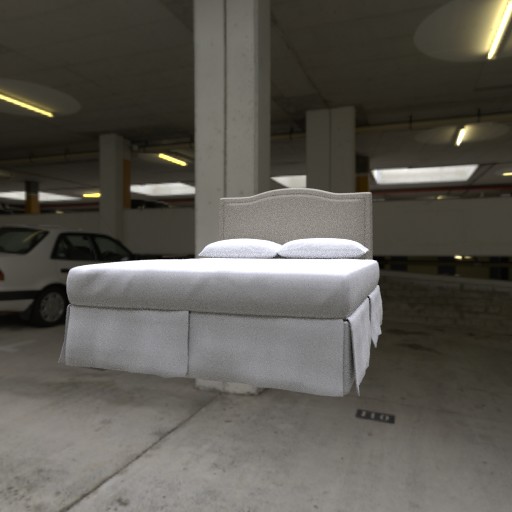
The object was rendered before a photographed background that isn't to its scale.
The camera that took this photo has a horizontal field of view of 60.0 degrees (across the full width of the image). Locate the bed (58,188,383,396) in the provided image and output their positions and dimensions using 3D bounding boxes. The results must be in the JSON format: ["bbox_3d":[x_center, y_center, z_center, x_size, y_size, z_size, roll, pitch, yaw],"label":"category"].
[{"bbox_3d":[0.000,0.000,3.740,1.977,1.437,2.477,0,1,19],"label":"bed"}]
